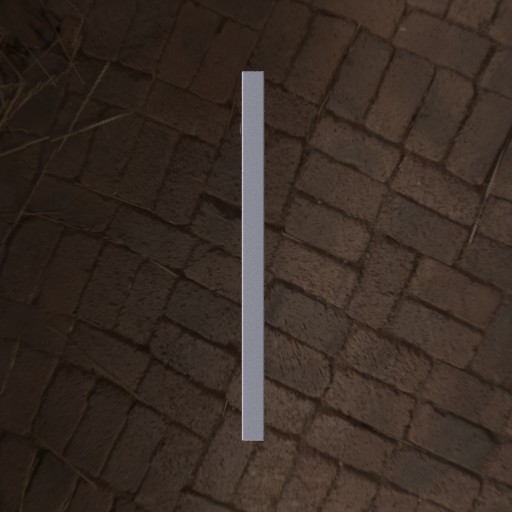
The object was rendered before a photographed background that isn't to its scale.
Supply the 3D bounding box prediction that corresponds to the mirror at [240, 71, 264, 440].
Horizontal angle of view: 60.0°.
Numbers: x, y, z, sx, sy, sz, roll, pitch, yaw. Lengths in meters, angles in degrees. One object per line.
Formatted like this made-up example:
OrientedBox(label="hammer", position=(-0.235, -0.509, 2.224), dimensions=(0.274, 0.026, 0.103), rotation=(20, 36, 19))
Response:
OrientedBox(label="mirror", position=(0.000, 0.000, 1.189), dimensions=(0.041, 0.914, 0.609), rotation=(0, 90, 1))
